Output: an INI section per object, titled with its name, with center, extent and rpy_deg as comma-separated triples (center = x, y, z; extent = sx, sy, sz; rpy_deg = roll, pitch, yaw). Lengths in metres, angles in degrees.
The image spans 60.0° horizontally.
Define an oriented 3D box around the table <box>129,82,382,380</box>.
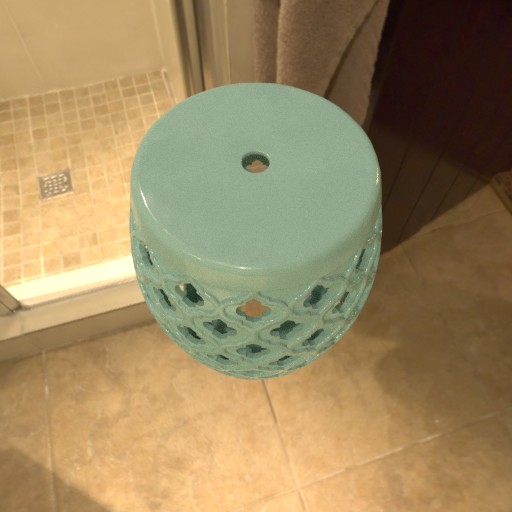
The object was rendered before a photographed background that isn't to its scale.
[table]
center = 0.000, 0.000, 0.628
extent = 0.325, 0.388, 0.325
rpy_deg = 0, 60, 0
